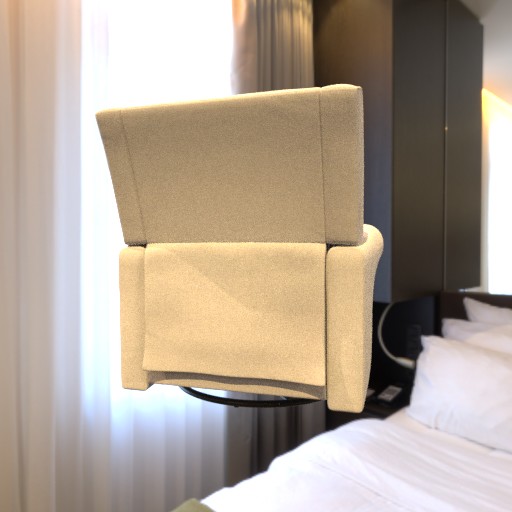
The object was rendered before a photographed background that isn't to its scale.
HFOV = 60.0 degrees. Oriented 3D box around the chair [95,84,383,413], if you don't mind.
[{"bbox_3d":[0.000,0.000,1.643,0.906,0.967,0.854,0,1,16],"label":"chair"}]
